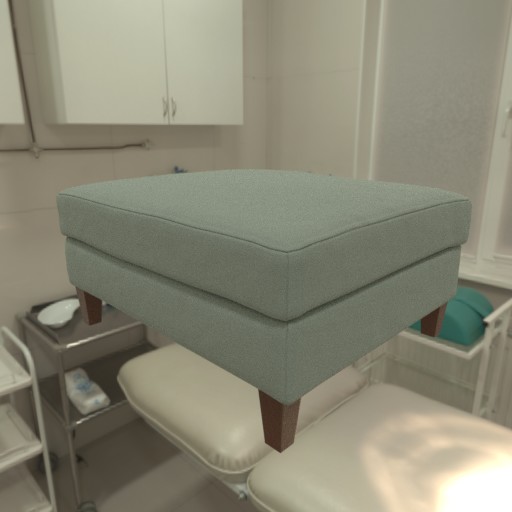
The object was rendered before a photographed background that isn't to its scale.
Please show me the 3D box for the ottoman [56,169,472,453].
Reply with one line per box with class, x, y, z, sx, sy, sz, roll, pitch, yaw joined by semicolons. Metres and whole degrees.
ottoman;0.000;0.000;1.392;0.991;0.494;0.842;16;22;43
